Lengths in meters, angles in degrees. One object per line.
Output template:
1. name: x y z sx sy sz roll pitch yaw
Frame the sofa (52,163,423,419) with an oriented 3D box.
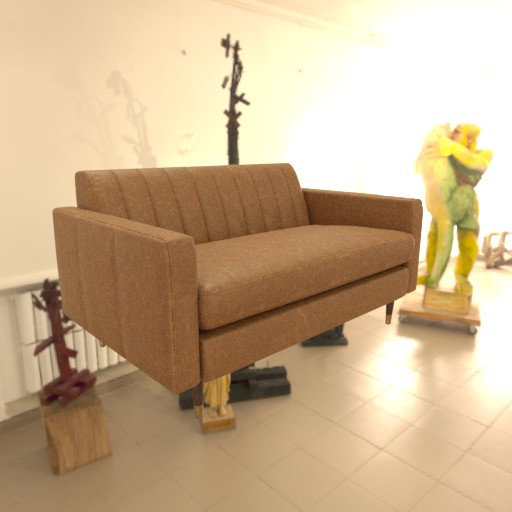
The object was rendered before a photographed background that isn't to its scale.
1. sofa: 0.000 0.000 2.120 1.549 0.820 0.960 -13 19 -41
